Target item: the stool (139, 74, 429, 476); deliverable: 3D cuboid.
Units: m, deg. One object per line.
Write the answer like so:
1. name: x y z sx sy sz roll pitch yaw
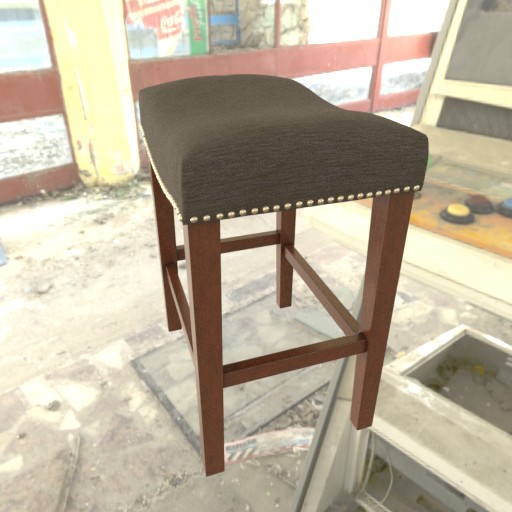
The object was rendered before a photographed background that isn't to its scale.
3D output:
1. stool: 0.000 0.000 0.930 0.372 0.654 0.504 -10 32 -16
